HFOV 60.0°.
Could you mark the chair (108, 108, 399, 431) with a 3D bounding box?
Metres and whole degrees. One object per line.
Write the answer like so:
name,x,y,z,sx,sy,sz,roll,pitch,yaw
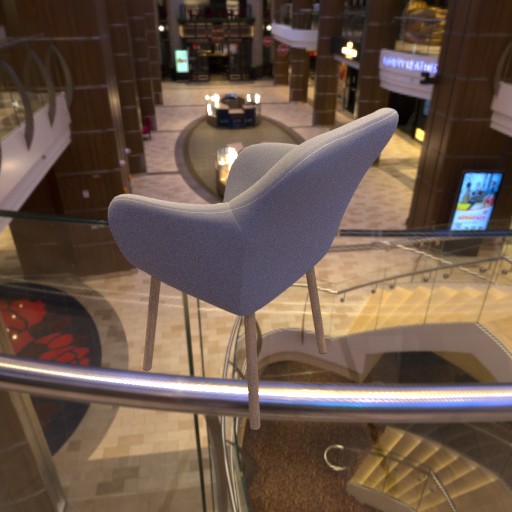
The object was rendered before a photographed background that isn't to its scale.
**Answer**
chair,0.000,0.000,1.238,0.590,0.830,0.570,20,36,31
